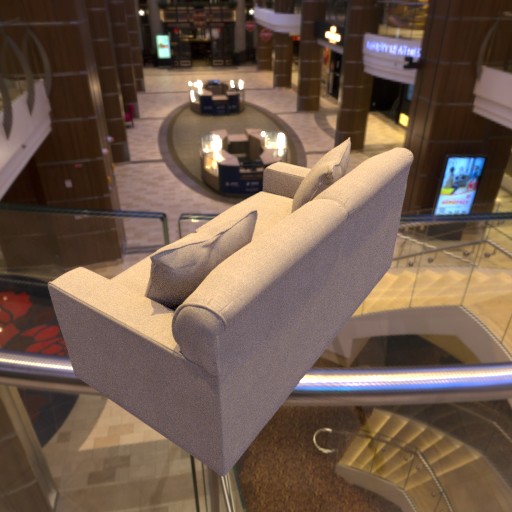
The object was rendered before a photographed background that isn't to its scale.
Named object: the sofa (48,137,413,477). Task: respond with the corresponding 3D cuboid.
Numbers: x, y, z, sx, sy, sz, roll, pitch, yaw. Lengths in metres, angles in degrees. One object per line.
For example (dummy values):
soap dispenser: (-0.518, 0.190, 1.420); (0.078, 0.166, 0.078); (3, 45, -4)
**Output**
sofa: (0.000, 0.000, 2.391); (0.998, 0.958, 1.846); (20, 37, 29)
